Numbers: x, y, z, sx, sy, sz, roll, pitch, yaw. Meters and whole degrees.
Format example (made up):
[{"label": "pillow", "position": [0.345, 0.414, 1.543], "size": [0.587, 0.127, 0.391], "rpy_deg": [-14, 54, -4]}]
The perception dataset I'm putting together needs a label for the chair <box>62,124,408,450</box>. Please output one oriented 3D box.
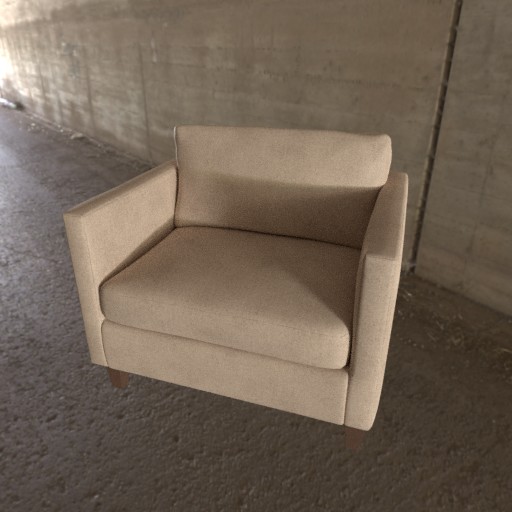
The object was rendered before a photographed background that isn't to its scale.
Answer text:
[{"label": "chair", "position": [0.000, 0.000, 1.841], "size": [1.133, 0.961, 0.959], "rpy_deg": [8, 27, 17]}]
